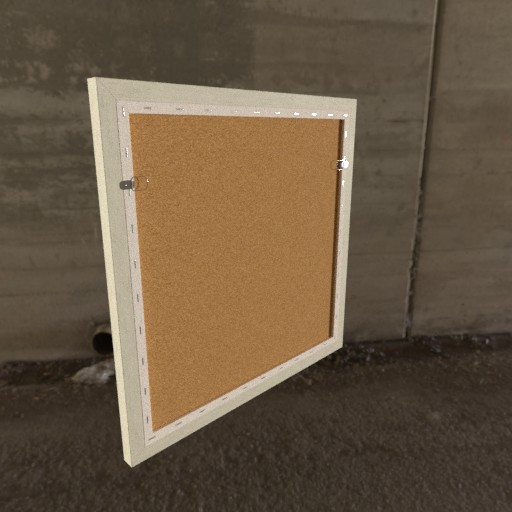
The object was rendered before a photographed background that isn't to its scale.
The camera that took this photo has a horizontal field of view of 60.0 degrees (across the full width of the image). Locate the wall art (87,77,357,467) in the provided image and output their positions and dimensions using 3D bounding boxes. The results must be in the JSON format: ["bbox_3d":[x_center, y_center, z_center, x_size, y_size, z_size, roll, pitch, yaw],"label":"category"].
[{"bbox_3d":[0.000,0.000,1.455,1.016,1.016,0.045,-15,22,-43],"label":"wall art"}]
